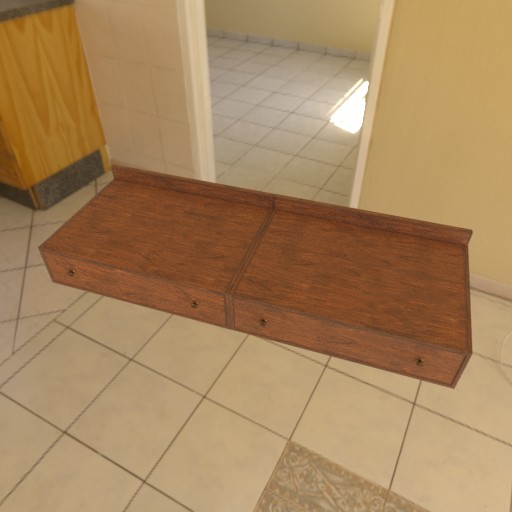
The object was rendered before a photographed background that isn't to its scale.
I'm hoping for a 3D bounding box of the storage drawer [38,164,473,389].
[{"bbox_3d":[0.000,0.000,2.169,1.914,0.339,0.774,12,42,14],"label":"storage drawer"}]
